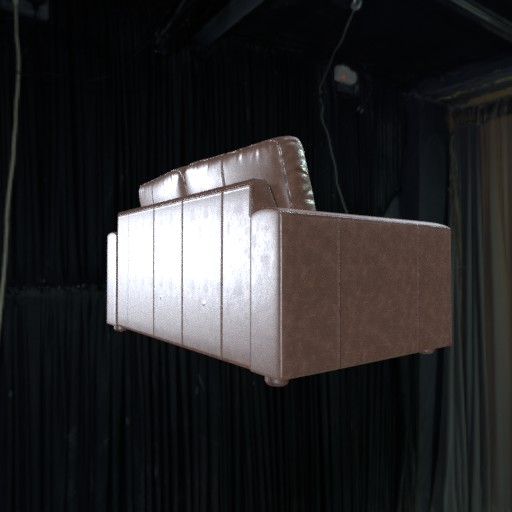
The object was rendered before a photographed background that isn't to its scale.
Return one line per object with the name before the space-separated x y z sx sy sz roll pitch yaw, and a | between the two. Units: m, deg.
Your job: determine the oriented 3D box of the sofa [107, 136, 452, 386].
sofa | 0.000 0.000 2.295 1.016 0.873 1.616 1 -1 -37
